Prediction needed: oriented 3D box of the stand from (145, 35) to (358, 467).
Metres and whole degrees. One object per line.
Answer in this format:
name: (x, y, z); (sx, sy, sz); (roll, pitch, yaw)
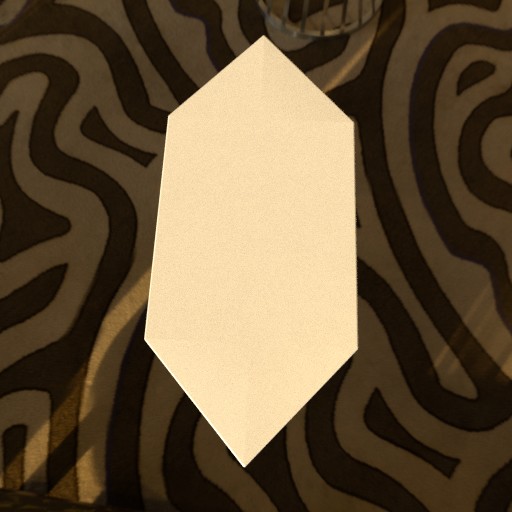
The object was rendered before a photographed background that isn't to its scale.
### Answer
stand: (0.000, 0.000, 1.350); (0.477, 0.614, 1.072); (2, 75, 1)
